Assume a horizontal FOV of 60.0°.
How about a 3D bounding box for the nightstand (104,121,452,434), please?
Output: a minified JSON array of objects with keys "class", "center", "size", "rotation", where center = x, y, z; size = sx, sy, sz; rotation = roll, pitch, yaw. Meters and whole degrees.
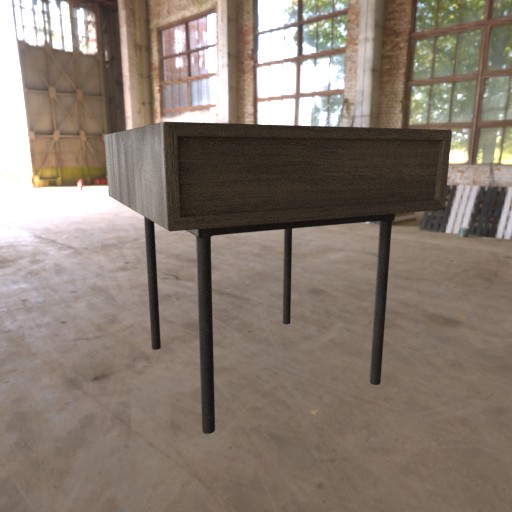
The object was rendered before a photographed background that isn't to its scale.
[{"class":"nightstand","center":[0.000,0.000,0.925],"size":[0.502,0.497,0.503],"rotation":[-6,15,-26]}]
